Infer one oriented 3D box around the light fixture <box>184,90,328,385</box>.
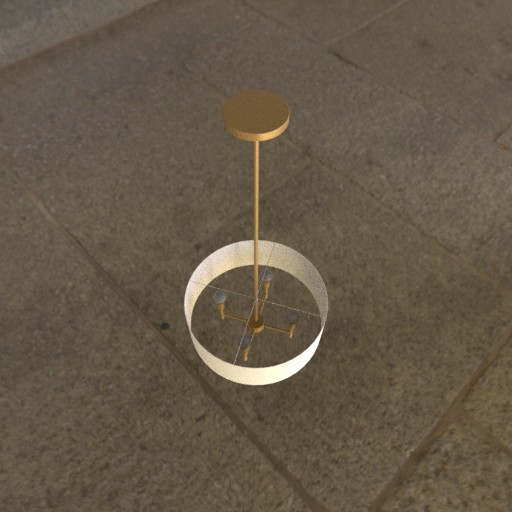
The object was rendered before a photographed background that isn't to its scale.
[{"bbox_3d":[0.000,0.000,1.340,0.508,1.067,0.508,0,57,0],"label":"light fixture"}]
